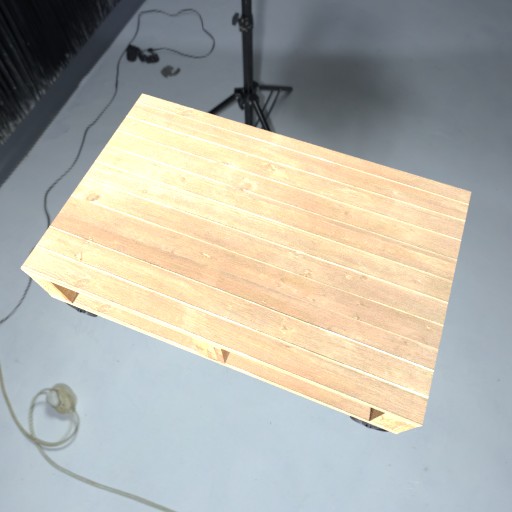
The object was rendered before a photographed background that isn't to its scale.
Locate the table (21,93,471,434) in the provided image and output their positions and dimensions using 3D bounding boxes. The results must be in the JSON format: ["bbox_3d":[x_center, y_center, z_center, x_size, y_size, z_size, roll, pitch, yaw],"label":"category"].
[{"bbox_3d":[0.000,0.000,1.672,1.299,0.413,0.827,19,65,9],"label":"table"}]
